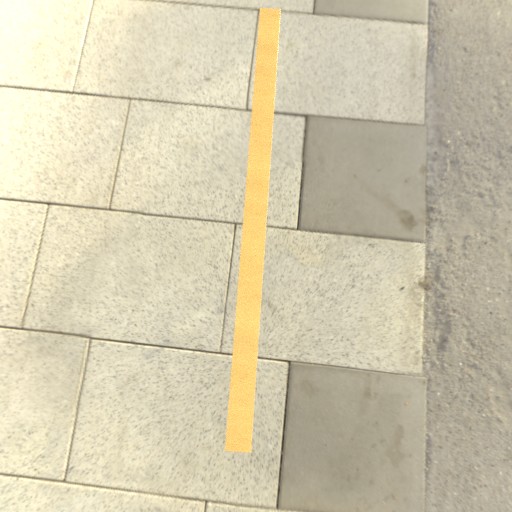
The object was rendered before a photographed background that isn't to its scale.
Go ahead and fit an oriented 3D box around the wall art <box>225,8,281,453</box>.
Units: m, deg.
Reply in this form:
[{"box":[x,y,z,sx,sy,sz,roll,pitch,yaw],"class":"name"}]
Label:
[{"box":[0.000,0.000,2.800,0.097,1.936,1.935,4,77,1],"class":"wall art"}]
